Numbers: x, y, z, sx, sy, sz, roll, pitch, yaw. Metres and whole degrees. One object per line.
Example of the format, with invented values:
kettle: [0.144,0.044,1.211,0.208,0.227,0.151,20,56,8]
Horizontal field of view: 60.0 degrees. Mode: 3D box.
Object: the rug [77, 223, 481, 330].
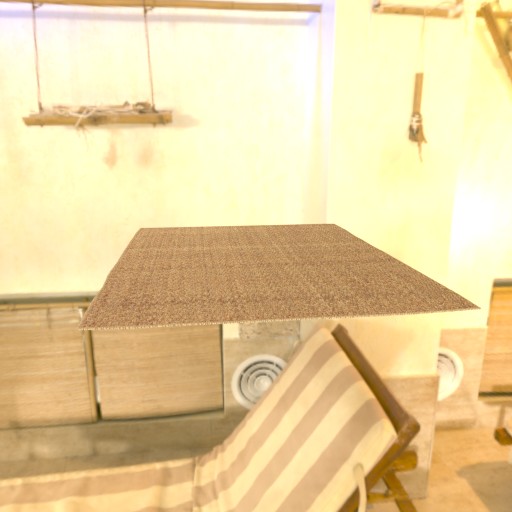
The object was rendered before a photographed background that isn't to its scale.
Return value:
rug: [0.000,0.000,4.015,2.439,0.013,3.048,-2,14,-7]
